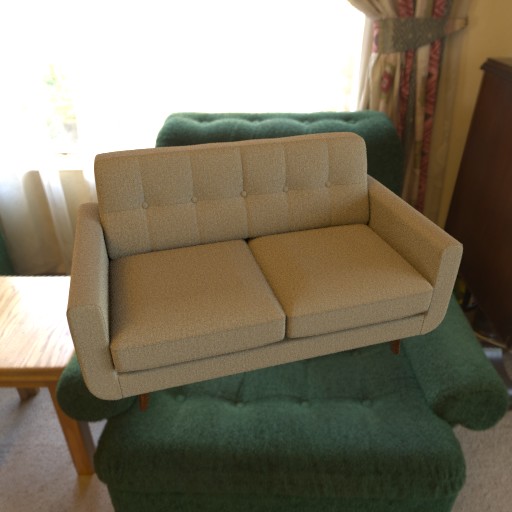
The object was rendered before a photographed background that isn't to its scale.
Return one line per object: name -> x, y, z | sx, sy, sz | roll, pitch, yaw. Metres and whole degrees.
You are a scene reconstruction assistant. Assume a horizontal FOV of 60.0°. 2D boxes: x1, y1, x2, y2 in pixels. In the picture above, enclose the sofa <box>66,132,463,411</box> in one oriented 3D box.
sofa -> 0.000, 0.000, 2.191 | 1.651, 0.925, 0.952 | -9, 32, -14
